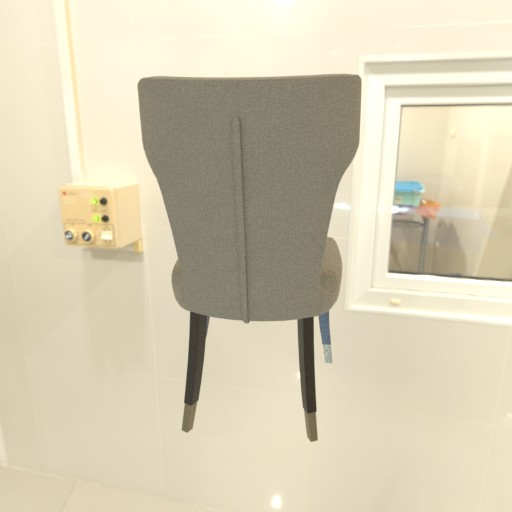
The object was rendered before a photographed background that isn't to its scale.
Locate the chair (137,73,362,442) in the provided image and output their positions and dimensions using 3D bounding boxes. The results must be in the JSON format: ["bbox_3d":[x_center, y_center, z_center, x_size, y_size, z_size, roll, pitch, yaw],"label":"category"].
[{"bbox_3d":[0.000,0.000,1.309,0.526,0.955,0.630,2,16,6],"label":"chair"}]
